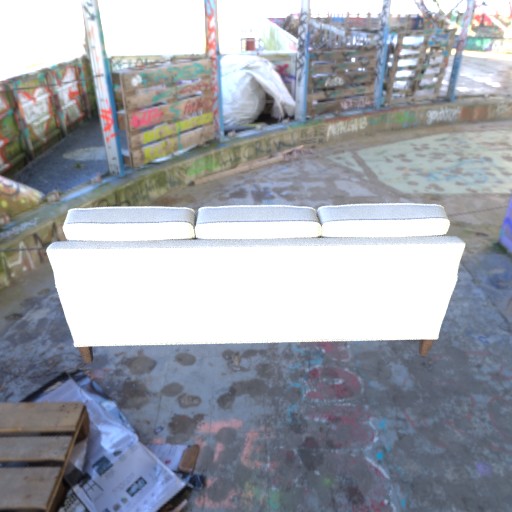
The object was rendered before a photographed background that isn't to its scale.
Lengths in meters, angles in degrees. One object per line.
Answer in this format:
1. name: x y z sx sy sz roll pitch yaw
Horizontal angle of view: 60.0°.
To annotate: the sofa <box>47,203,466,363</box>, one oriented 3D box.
1. sofa: 0.000 0.000 2.900 2.246 1.003 1.084 -1 29 -2
